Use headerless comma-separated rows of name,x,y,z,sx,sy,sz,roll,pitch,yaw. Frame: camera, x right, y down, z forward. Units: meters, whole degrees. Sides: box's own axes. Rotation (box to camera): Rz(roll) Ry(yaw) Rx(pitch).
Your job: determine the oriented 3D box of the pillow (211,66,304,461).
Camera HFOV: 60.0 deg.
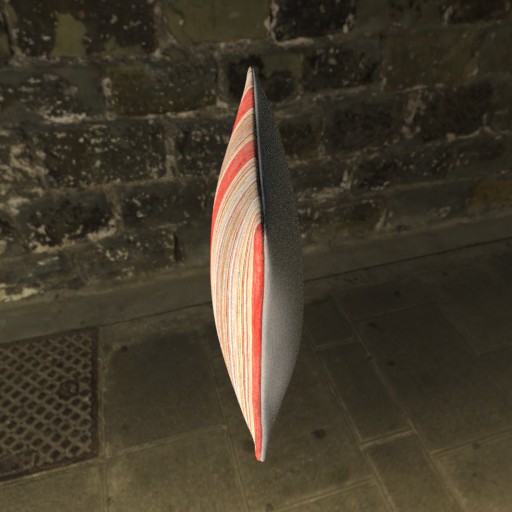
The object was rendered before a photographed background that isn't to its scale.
pillow,0.000,0.000,0.666,0.136,0.419,0.437,-1,41,-1
